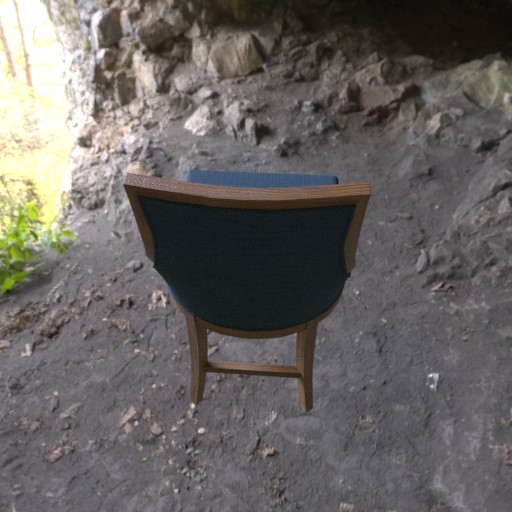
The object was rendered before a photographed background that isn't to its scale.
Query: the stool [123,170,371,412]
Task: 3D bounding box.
[{"bbox_3d":[0.000,0.000,1.304,0.524,0.938,0.626,3,46,3],"label":"stool"}]
